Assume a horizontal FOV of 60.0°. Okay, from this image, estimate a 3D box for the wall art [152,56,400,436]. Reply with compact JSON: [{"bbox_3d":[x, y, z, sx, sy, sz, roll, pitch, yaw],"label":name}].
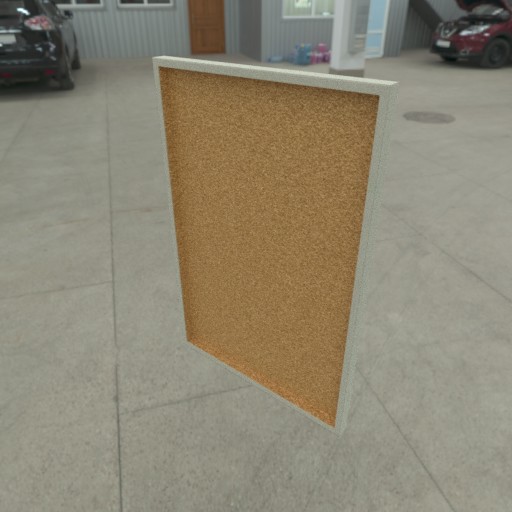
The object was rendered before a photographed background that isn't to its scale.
[{"bbox_3d":[0.000,0.000,1.159,0.610,0.914,0.038,22,37,32],"label":"wall art"}]
